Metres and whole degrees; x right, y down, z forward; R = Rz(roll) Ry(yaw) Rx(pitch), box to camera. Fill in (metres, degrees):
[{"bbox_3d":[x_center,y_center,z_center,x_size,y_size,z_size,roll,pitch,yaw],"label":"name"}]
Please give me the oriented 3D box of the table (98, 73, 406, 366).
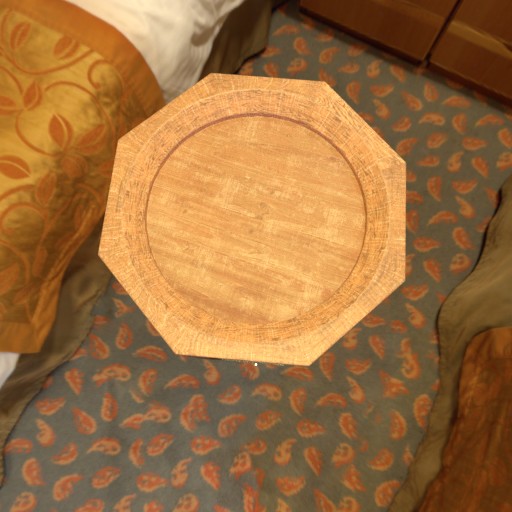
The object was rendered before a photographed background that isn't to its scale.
[{"bbox_3d":[0.000,0.000,0.867,0.437,0.553,0.437,-17,77,-4],"label":"table"}]
